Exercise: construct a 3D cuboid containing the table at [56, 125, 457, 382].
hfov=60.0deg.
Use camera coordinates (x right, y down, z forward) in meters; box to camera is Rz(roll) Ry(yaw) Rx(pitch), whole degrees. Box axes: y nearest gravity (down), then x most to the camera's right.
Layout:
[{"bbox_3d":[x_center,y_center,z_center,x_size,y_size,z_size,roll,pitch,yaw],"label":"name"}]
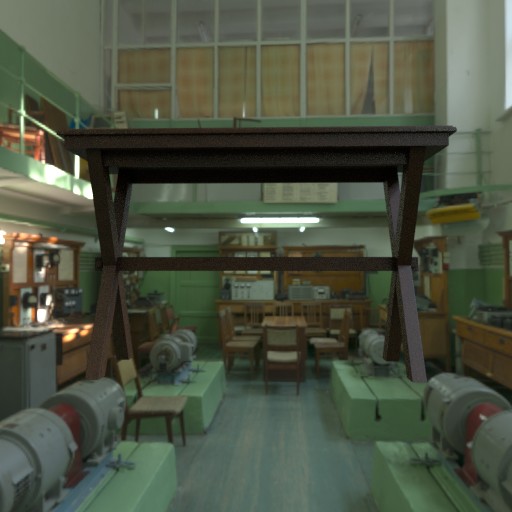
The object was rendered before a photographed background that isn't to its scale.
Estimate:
[{"bbox_3d":[0.000,0.000,1.517,1.197,0.763,0.399,0,-1,2],"label":"table"}]
